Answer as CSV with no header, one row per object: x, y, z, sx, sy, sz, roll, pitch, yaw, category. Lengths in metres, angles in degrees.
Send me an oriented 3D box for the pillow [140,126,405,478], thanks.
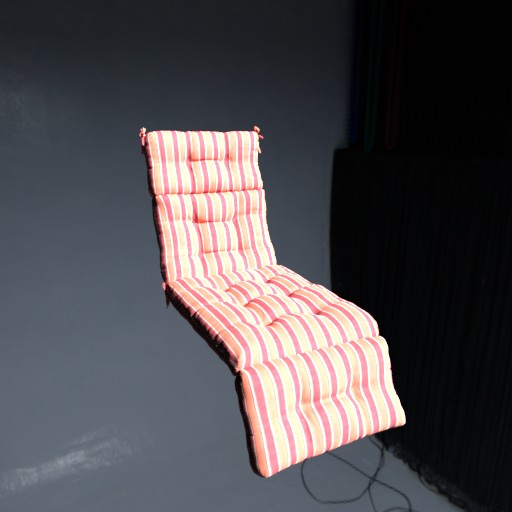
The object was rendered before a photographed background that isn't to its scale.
0.000,0.000,1.497,0.526,0.863,1.016,-8,17,-26,pillow
